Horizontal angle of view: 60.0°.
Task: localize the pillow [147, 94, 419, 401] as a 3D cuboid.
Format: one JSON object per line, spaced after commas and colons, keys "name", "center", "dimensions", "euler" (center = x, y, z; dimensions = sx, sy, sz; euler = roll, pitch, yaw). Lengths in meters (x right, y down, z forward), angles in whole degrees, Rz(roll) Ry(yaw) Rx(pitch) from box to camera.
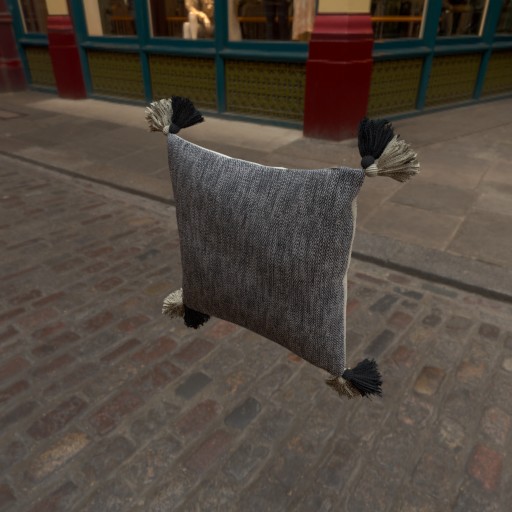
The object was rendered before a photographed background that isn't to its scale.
{"name": "pillow", "center": [0.000, 0.000, 1.004], "dimensions": [0.654, 0.659, 0.170], "euler": [18, 34, 29]}
